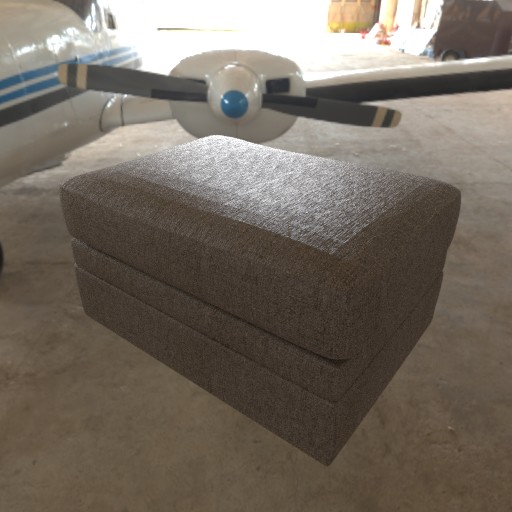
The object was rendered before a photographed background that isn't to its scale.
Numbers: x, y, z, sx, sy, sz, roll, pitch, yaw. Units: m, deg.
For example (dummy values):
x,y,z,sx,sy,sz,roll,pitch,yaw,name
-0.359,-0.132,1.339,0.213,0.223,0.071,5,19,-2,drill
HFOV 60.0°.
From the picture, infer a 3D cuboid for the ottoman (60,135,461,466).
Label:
x,y,z,sx,sy,sz,roll,pitch,yaw,name
0.000,0.000,1.215,0.885,0.478,0.637,21,35,33,ottoman
